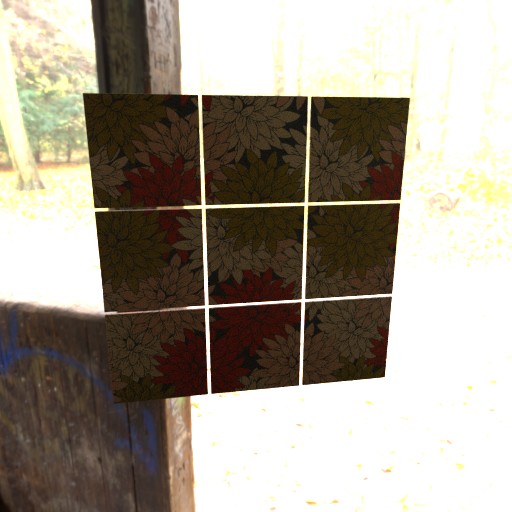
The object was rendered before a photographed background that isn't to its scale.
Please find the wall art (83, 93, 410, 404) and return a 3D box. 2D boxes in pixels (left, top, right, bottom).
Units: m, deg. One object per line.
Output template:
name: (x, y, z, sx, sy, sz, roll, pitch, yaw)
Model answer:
wall art: (0.000, 0.000, 1.784, 1.206, 1.218, 0.013, -3, 16, -9)
